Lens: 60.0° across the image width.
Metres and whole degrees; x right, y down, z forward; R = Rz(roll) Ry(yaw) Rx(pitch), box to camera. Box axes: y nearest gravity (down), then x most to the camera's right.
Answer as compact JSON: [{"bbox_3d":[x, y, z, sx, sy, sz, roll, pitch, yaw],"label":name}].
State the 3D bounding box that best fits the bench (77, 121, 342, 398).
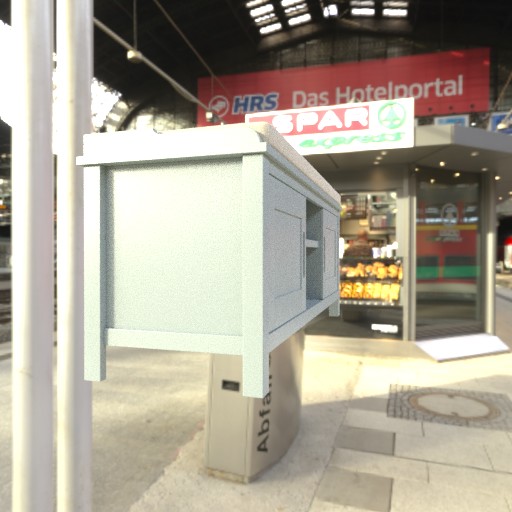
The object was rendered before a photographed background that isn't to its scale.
[{"bbox_3d":[0.000,0.000,1.377,0.398,0.501,1.140,0,0,18],"label":"bench"}]
